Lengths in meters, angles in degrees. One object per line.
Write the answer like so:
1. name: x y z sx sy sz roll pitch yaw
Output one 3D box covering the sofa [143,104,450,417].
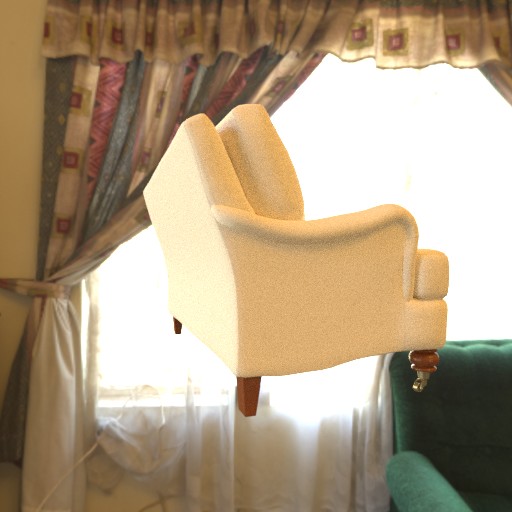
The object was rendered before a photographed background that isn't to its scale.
1. sofa: 0.000 0.000 2.442 1.084 1.101 1.853 0 0 -19
